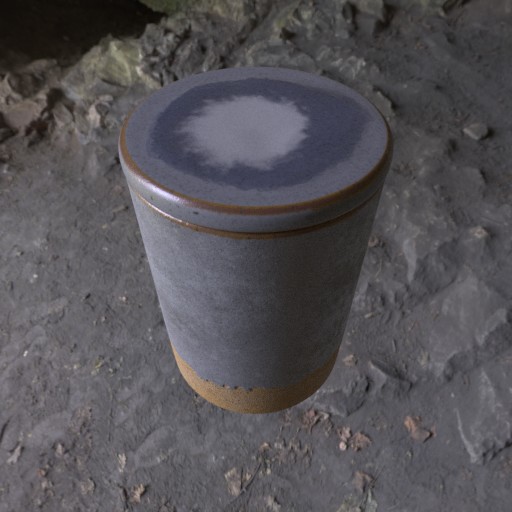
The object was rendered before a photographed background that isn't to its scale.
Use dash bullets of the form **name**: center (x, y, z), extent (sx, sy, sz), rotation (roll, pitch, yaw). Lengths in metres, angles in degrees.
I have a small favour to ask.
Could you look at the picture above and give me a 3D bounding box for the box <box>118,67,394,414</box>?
- **box**: center (0.000, 0.000, 0.251), extent (0.118, 0.168, 0.118), rotation (0, 47, 0)
